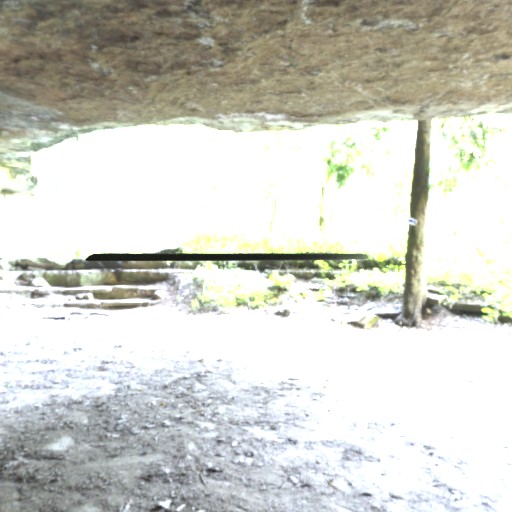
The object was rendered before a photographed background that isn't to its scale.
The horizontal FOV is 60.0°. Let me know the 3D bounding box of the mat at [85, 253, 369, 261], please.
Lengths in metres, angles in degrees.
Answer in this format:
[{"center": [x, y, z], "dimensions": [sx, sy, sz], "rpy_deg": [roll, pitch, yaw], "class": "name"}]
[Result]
[{"center": [0.000, 0.000, 1.895], "dimensions": [0.917, 0.022, 1.525], "rpy_deg": [0, 0, 0], "class": "mat"}]
